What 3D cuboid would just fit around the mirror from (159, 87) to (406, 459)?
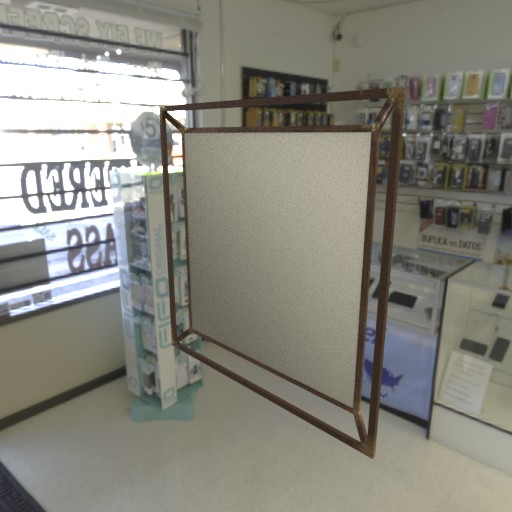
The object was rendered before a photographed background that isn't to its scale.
[{"bbox_3d":[0.000,0.000,0.913,0.032,0.610,0.610,-15,21,-43],"label":"mirror"}]
